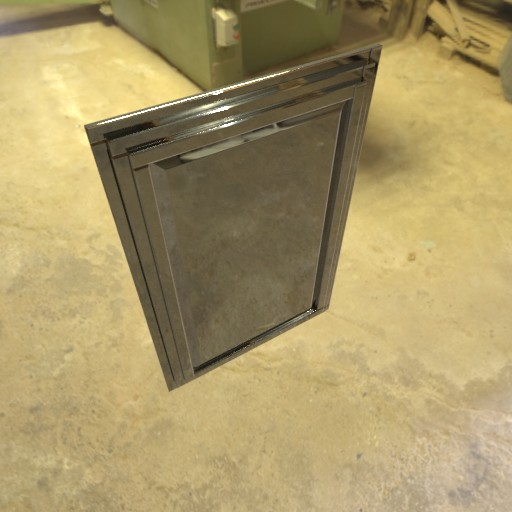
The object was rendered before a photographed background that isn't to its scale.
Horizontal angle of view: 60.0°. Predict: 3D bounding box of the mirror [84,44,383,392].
[{"bbox_3d":[0.000,0.000,1.130,0.613,0.914,0.039,-24,52,-20],"label":"mirror"}]
